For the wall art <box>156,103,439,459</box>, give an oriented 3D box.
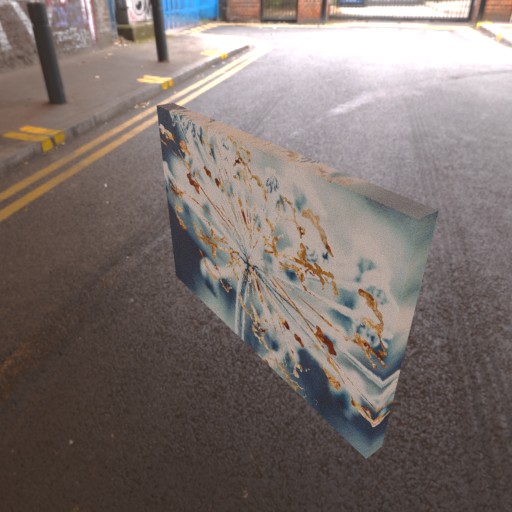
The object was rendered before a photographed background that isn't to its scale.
[{"bbox_3d":[0.000,0.000,0.778,0.036,0.405,0.607,-21,38,-30],"label":"wall art"}]
